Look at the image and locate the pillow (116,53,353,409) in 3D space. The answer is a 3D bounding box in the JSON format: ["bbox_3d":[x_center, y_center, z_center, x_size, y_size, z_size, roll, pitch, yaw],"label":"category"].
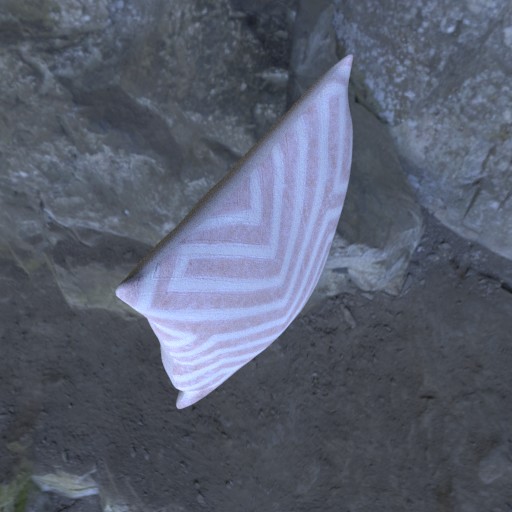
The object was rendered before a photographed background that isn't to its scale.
[{"bbox_3d":[0.000,0.000,0.664,0.182,0.441,0.440,31,64,17],"label":"pillow"}]
